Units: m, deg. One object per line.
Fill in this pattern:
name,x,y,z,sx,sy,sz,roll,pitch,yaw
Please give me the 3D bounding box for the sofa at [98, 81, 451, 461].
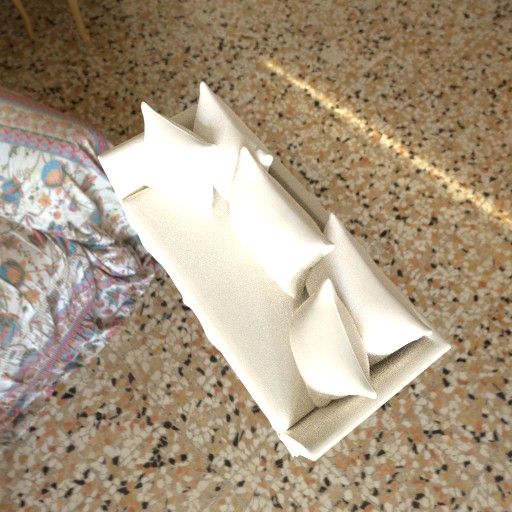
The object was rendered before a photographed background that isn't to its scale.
sofa,0.000,0.000,2.863,1.031,1.034,2.290,-33,68,-15
